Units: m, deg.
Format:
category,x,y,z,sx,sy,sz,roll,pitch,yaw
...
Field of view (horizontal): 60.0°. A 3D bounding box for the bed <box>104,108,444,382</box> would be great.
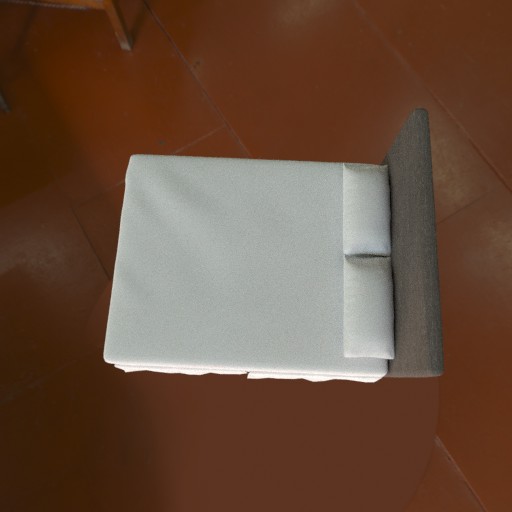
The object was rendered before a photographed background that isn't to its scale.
category,x,y,z,sx,sy,sz,roll,pitch,yaw
bed,0.000,0.000,3.220,2.142,1.330,1.723,3,75,1
